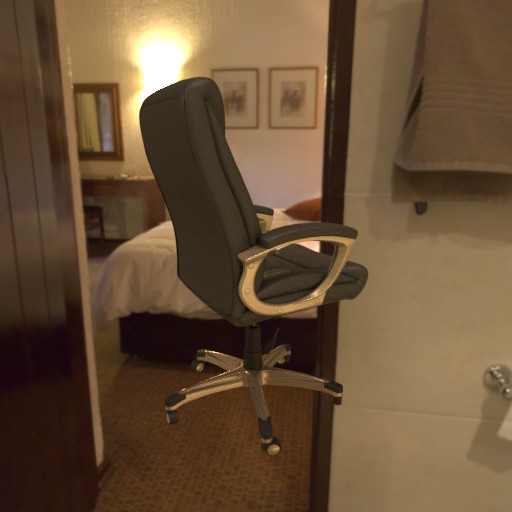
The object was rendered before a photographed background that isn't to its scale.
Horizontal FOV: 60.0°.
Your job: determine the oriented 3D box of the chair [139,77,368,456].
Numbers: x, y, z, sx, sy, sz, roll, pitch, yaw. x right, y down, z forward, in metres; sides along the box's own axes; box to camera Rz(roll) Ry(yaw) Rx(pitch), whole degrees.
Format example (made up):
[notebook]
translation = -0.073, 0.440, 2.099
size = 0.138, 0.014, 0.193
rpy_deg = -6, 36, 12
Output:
[chair]
translation = 0.000, 0.000, 1.663
size = 0.748, 1.188, 0.694
rpy_deg = -7, 16, -27
